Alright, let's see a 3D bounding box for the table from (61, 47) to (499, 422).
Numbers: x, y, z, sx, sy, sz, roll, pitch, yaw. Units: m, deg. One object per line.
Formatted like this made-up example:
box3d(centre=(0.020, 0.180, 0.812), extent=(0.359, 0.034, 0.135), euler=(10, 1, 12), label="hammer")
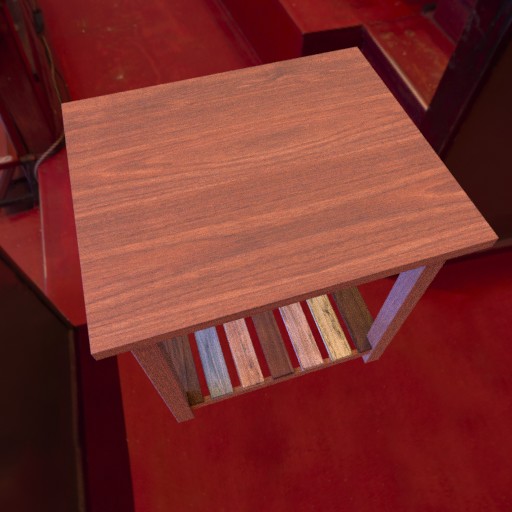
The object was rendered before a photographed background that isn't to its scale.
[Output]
box3d(centre=(0.000, 0.000, 1.085), extent=(0.660, 0.635, 0.559), euler=(-15, 59, -9), label="table")
